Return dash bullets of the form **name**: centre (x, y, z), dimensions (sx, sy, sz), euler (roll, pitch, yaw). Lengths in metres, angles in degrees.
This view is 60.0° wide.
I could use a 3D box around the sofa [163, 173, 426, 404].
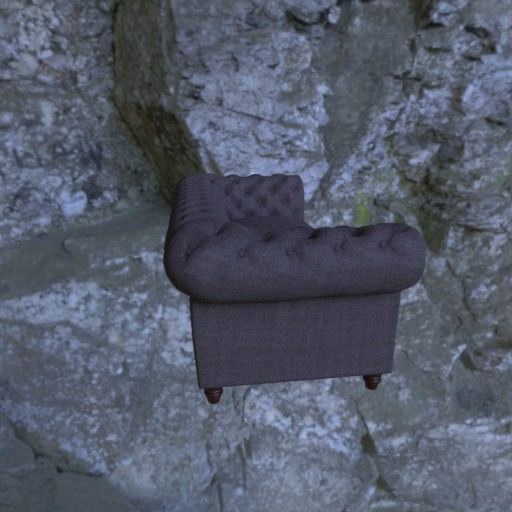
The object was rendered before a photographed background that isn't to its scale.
- **sofa**: centre (0.000, 0.000, 2.538), dimensions (0.944, 0.780, 2.048), euler (-2, 17, -8)
